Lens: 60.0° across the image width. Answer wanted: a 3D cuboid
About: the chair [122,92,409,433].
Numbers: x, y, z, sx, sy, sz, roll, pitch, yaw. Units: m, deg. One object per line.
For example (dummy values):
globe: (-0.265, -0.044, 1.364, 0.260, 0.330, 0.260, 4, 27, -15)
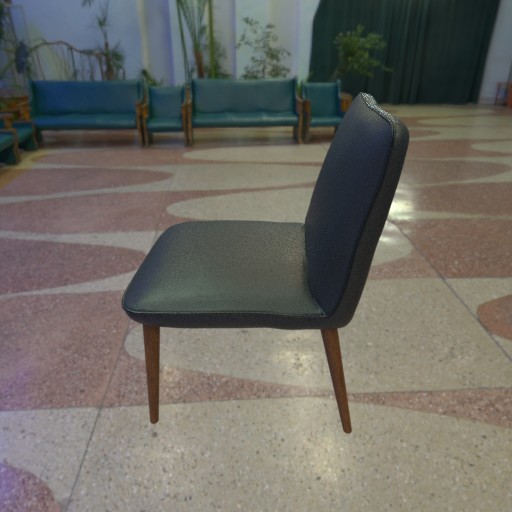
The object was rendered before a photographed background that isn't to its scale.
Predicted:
chair: (0.000, 0.000, 1.209, 0.645, 0.801, 0.543, 0, 27, -1)
